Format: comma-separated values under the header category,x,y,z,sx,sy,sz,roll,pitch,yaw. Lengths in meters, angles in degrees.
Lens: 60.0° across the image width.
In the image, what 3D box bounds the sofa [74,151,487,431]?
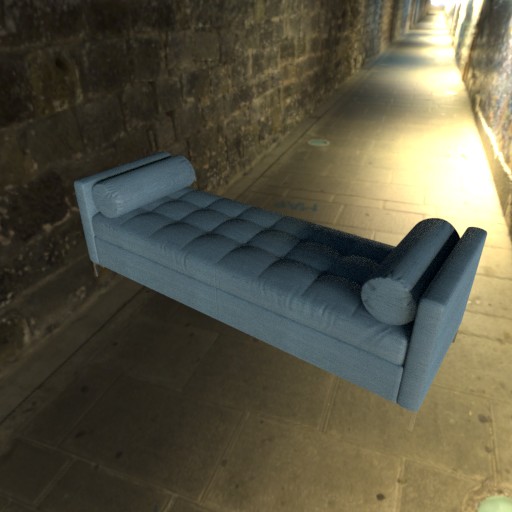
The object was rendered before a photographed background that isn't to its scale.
category,x,y,z,sx,sy,sz,roll,pitch,yaw
sofa,0.000,0.000,2.315,1.981,0.635,0.686,20,35,30
